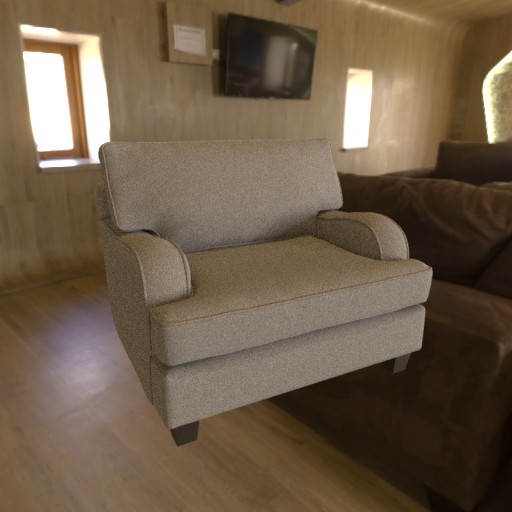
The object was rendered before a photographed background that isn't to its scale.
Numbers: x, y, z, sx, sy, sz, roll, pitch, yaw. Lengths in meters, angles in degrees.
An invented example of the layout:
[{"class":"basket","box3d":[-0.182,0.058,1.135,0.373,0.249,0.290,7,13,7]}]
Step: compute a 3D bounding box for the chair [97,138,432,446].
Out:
[{"class":"chair","box3d":[0.000,0.000,2.028,1.220,1.016,1.040,-9,19,-26]}]
